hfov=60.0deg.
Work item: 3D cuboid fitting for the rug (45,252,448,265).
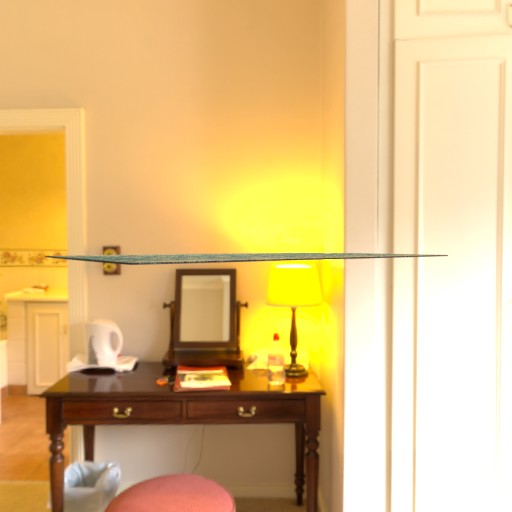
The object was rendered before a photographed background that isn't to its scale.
[{"bbox_3d":[0.000,0.000,2.287,1.795,0.008,1.102,-1,2,-37],"label":"rug"}]
